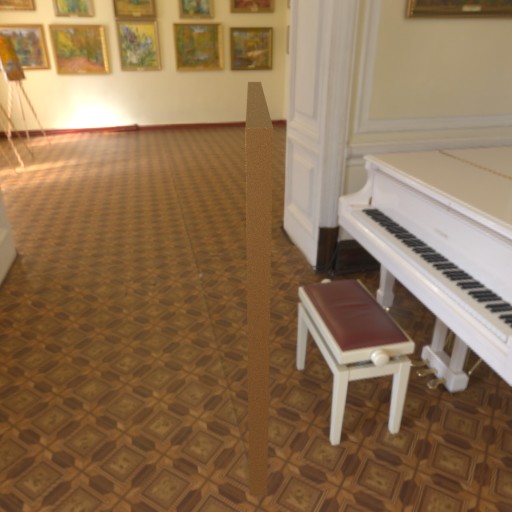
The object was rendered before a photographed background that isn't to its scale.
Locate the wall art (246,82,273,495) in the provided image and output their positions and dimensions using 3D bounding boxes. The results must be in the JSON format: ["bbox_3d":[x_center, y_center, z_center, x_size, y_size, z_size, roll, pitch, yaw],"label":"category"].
[{"bbox_3d":[0.000,0.000,1.120,0.038,0.762,0.762,0,26,-1],"label":"wall art"}]
